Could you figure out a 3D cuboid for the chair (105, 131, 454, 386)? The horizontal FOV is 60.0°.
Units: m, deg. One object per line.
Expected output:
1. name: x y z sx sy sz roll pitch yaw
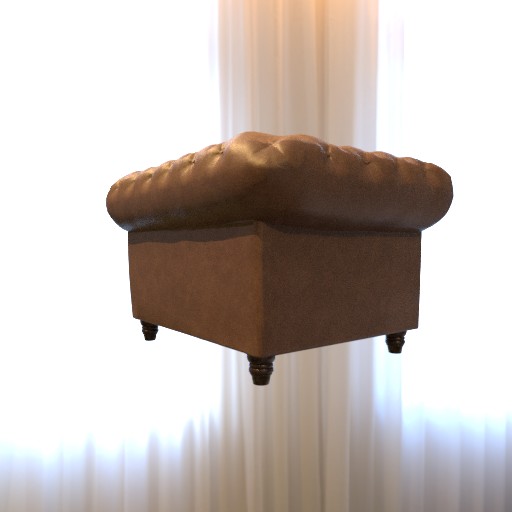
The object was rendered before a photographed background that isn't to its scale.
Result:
1. chair: 0.000 0.000 1.900 0.954 0.784 1.298 -1 1 -37
